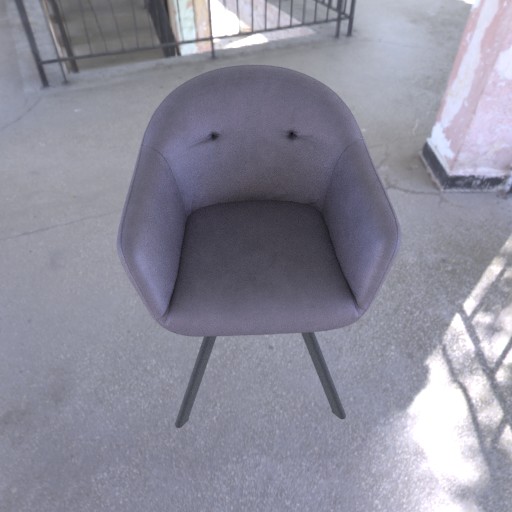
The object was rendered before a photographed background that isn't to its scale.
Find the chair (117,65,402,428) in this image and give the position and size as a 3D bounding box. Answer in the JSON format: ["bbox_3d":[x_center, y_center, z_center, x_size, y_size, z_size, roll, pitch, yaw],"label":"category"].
[{"bbox_3d":[0.000,0.000,1.156,0.567,0.781,0.544,-2,45,-2],"label":"chair"}]
